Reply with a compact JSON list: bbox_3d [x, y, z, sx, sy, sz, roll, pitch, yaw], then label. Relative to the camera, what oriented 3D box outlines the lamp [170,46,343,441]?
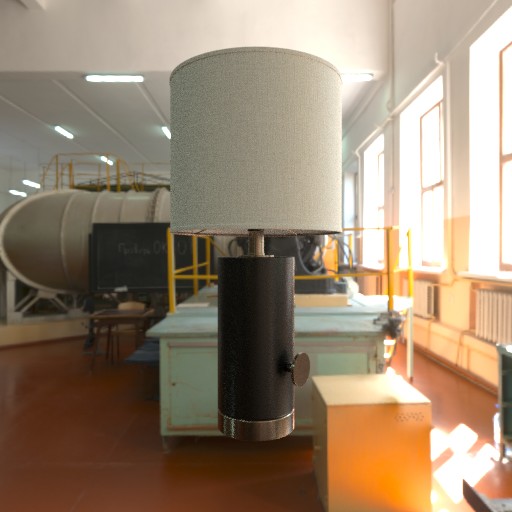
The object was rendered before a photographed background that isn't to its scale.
[{"bbox_3d":[0.000,0.000,0.629,0.240,0.482,0.241,0,0,35],"label":"lamp"}]
